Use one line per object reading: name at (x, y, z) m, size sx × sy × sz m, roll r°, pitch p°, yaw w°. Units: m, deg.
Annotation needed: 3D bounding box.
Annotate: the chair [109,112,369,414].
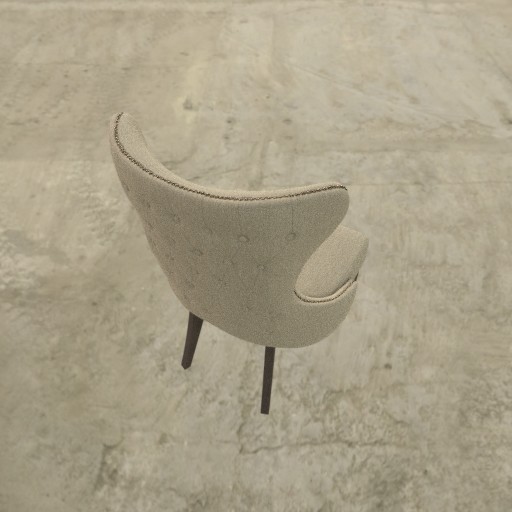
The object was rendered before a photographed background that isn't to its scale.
chair at (0.000, 0.000, 1.380) m, size 0.628 × 0.967 × 0.635 m, roll 23°, pitch 50°, yaw 21°
